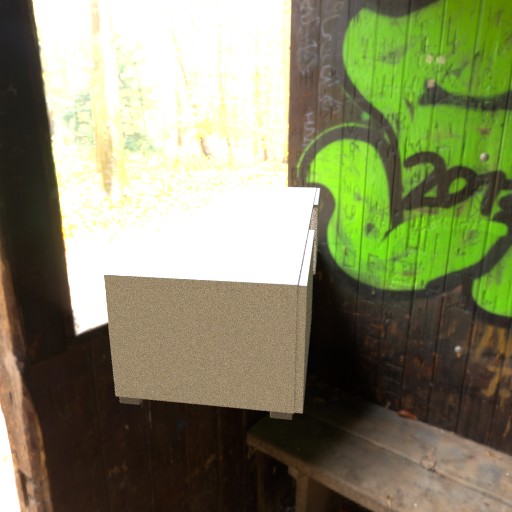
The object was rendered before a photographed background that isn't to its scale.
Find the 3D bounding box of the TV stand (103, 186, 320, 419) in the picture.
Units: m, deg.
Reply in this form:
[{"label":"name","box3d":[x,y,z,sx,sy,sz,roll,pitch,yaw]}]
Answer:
[{"label":"TV stand","box3d":[0.000,0.000,1.593,0.420,0.310,1.400,3,17,9]}]
